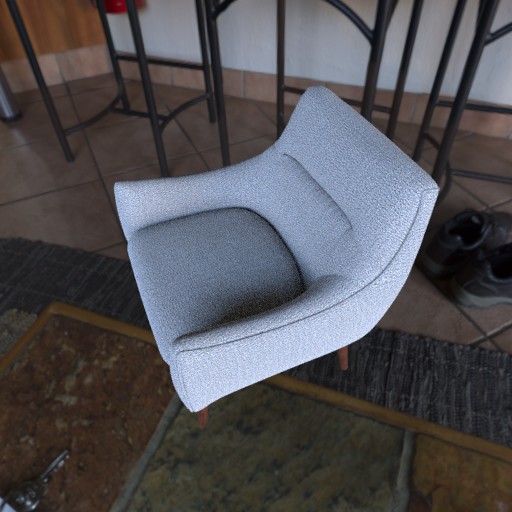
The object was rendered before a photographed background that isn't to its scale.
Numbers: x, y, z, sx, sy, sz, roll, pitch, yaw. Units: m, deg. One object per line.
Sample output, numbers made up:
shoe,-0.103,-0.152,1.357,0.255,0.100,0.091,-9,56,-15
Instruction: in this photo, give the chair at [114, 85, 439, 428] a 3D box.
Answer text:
chair,0.000,0.000,1.487,0.787,0.838,0.762,-17,49,-16
